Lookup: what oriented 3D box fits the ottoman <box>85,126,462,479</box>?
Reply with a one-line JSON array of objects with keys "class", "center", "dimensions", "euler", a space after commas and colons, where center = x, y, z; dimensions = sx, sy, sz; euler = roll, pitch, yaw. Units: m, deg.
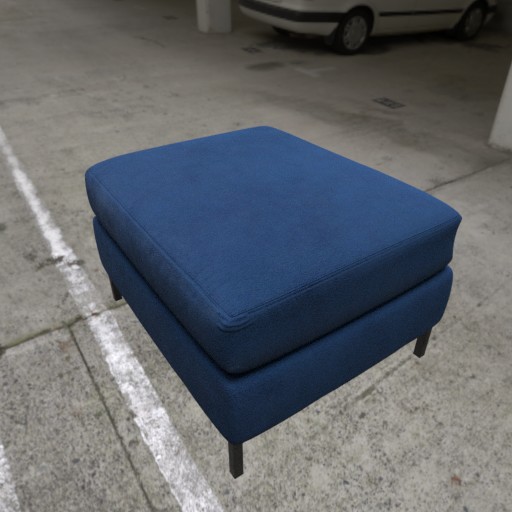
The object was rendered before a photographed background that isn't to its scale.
[{"class": "ottoman", "center": [0.000, 0.000, 1.190], "dimensions": [0.655, 0.485, 0.794], "euler": [-21, 39, -28]}]
